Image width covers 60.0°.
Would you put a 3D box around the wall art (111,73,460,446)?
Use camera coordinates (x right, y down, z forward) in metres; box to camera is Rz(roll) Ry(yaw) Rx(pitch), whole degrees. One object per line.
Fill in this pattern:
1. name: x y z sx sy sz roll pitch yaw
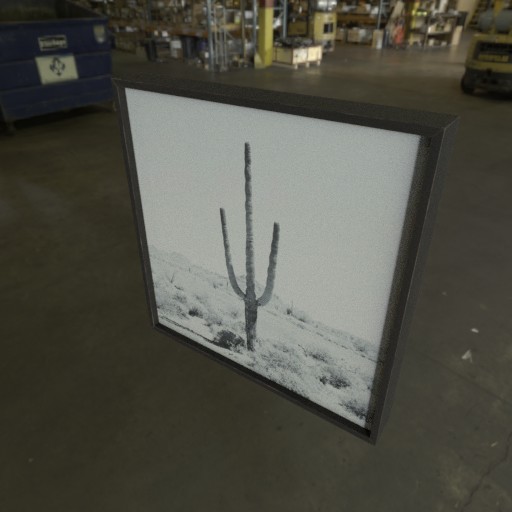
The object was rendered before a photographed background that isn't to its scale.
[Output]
1. wall art: 0.000 0.000 0.435 0.305 0.305 0.038 20 36 29
